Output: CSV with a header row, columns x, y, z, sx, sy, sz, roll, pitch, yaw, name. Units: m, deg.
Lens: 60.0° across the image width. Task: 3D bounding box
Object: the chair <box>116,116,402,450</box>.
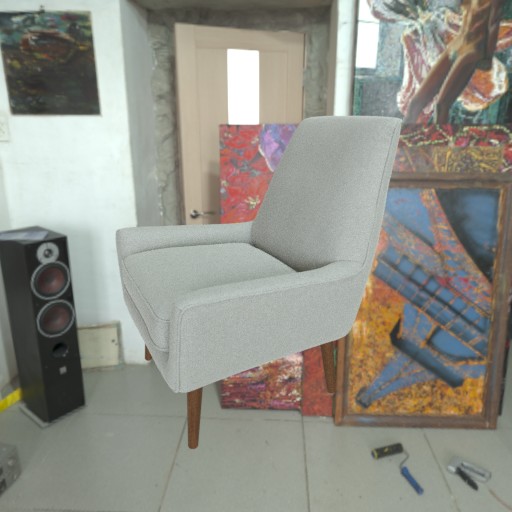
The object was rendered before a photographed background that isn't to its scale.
x,y,z,sx,sy,sz,roll,pitch,yaw,name
0.000,0.000,1.472,0.822,0.888,0.787,-8,19,-25,chair
